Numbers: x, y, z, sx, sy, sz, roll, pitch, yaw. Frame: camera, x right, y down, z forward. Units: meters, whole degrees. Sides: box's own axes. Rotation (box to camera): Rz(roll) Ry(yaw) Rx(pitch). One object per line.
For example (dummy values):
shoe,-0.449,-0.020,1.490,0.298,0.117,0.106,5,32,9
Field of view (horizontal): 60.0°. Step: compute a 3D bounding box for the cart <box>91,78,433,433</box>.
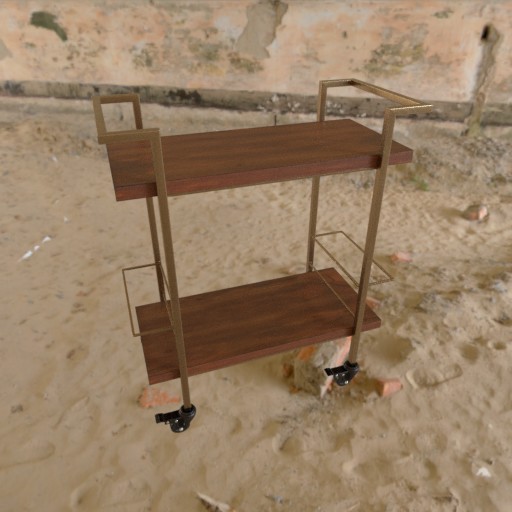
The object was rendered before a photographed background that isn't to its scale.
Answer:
cart,0.000,0.000,1.190,0.695,0.807,0.364,-10,33,-16
